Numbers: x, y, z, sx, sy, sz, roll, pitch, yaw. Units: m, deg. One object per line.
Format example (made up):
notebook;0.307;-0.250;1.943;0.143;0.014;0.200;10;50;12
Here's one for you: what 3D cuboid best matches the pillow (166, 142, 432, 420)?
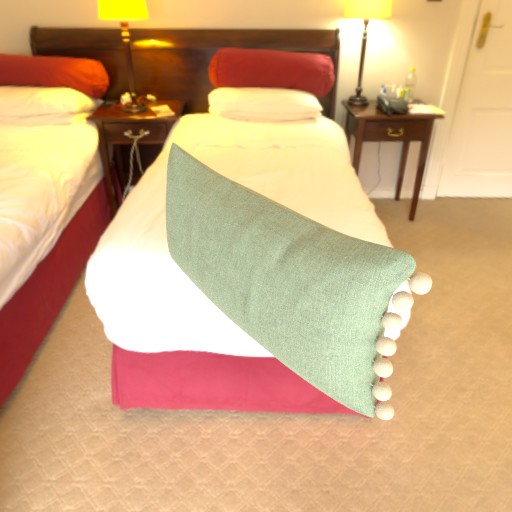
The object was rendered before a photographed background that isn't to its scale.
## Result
pillow;0.000;0.000;0.869;0.201;0.322;0.709;-22;38;-31
